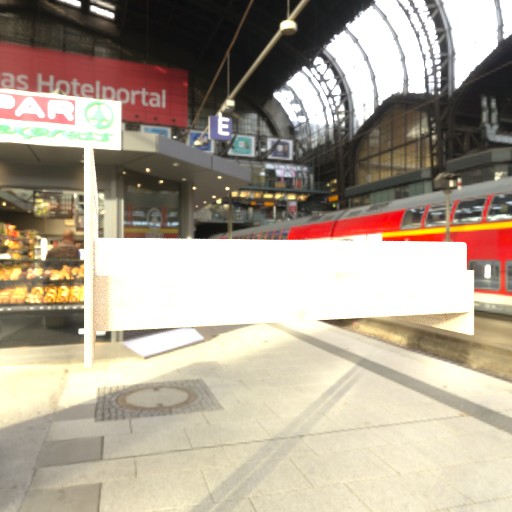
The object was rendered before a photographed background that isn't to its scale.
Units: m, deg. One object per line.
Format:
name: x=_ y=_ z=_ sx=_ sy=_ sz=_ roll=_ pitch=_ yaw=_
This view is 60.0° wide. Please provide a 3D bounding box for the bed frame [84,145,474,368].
bed frame: x=0.000 y=0.000 z=2.976 sx=2.080 sy=0.900 sz=1.800 roll=0 pitch=0 yaw=-19
